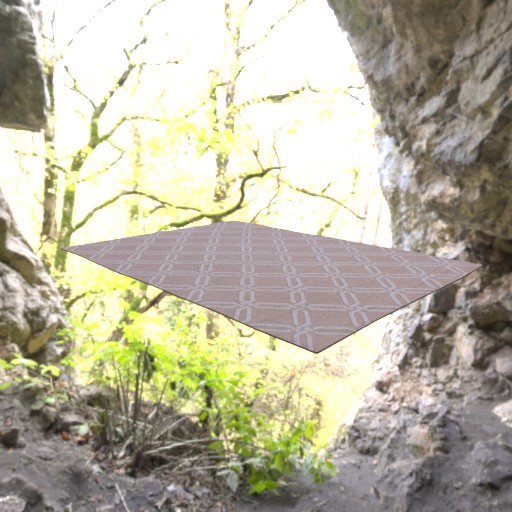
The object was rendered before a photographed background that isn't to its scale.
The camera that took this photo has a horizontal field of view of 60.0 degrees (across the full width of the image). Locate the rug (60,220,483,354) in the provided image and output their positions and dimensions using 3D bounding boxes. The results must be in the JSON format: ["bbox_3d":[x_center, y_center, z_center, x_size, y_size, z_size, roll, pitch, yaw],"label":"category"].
[{"bbox_3d":[0.000,0.000,4.284,2.452,0.020,3.365,-14,20,-43],"label":"rug"}]
